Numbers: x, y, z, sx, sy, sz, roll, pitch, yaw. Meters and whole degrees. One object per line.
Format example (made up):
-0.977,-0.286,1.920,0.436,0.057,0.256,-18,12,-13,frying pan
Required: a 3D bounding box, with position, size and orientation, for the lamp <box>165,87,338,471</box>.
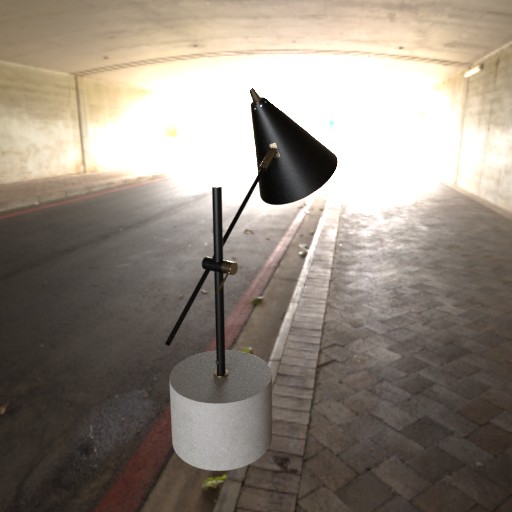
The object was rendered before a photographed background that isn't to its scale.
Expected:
0.000,0.000,0.709,0.214,0.518,0.403,14,21,42,lamp
